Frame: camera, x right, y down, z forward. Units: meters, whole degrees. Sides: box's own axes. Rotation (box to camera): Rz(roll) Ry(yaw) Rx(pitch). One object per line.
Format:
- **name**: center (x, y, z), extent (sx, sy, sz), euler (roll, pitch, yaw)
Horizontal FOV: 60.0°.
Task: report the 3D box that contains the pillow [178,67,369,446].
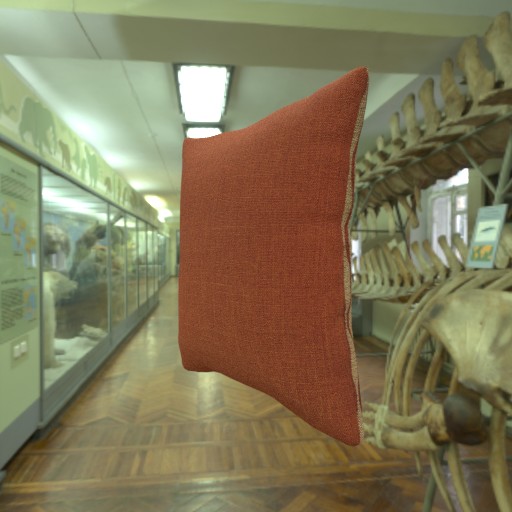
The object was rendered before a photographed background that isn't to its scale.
- **pillow**: center (0.000, 0.000, 0.669), extent (0.159, 0.434, 0.429), euler (0, 1, -38)
